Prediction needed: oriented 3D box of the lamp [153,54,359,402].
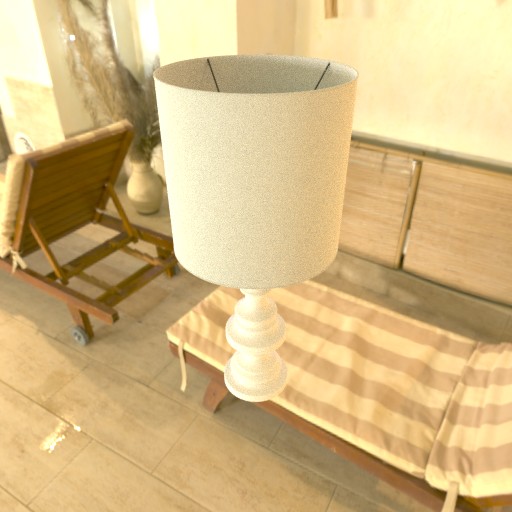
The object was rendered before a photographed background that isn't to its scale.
[{"bbox_3d":[0.000,0.000,0.581,0.208,0.455,0.208,21,38,29],"label":"lamp"}]
